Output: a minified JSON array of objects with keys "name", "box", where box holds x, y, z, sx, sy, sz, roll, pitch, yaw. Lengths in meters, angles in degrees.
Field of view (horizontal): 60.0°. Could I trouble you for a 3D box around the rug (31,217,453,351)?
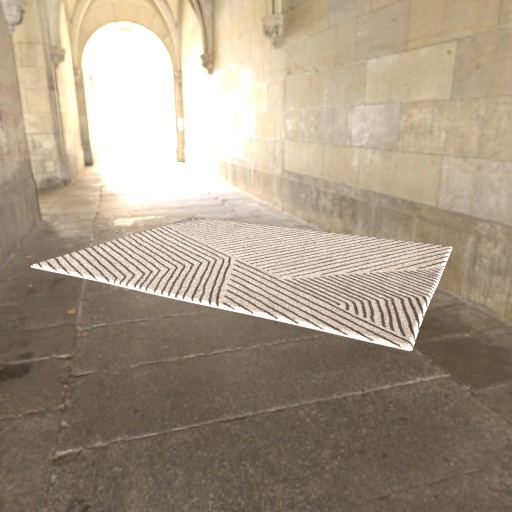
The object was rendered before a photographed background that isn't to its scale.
[{"name":"rug","box":[0.000,0.000,3.177,2.449,0.028,1.829,9,19,27]}]
